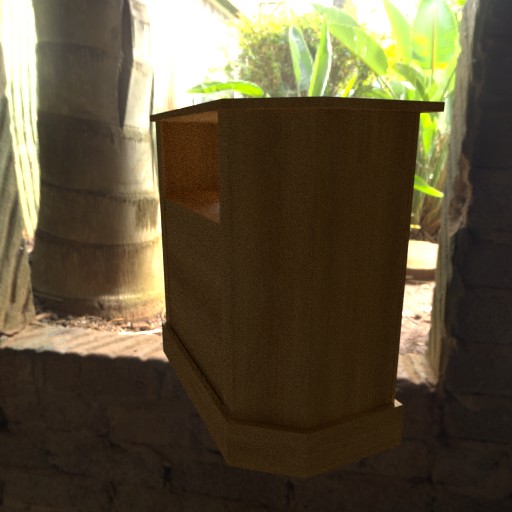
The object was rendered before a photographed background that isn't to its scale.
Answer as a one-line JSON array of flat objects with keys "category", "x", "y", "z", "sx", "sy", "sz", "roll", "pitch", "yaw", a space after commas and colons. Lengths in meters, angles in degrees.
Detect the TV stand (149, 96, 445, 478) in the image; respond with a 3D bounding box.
[{"category": "TV stand", "x": 0.000, "y": 0.000, "z": 1.256, "sx": 0.425, "sy": 0.781, "sz": 0.851, "roll": -7, "pitch": 16, "yaw": -24}]
